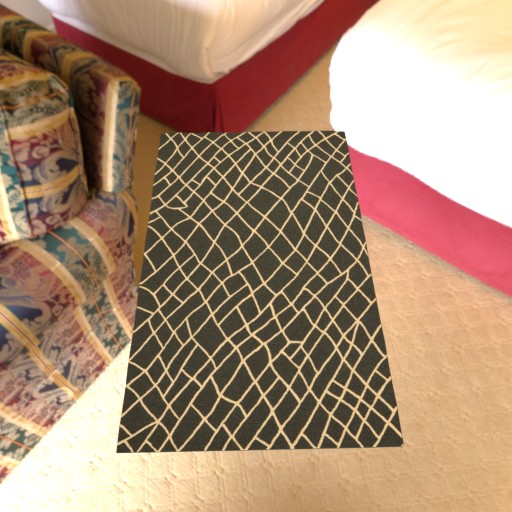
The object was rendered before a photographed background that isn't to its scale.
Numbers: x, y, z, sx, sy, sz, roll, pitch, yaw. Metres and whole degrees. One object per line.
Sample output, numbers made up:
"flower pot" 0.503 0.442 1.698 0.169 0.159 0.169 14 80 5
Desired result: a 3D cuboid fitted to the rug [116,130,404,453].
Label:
"rug" 0.000 0.000 3.009 1.529 0.017 2.448 -1 57 -1
